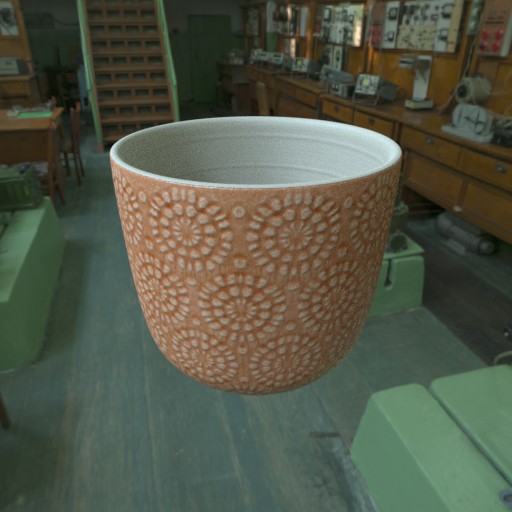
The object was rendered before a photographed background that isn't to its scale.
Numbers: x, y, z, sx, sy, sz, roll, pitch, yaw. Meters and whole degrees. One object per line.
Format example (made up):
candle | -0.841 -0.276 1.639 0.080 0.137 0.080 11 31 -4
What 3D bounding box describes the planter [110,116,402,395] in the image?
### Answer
planter | 0.000 0.000 0.370 0.208 0.190 0.208 0 27 0
